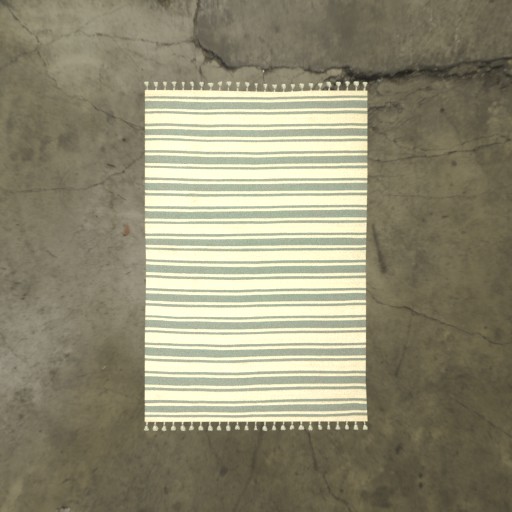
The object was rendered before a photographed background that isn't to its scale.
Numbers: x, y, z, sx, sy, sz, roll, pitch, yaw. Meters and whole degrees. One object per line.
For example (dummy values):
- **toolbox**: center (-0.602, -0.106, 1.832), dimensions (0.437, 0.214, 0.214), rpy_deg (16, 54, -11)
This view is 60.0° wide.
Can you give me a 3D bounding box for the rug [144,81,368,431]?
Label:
- **rug**: center (0.000, 0.000, 3.053), dimensions (1.539, 0.011, 2.410), rpy_deg (0, 90, 0)
